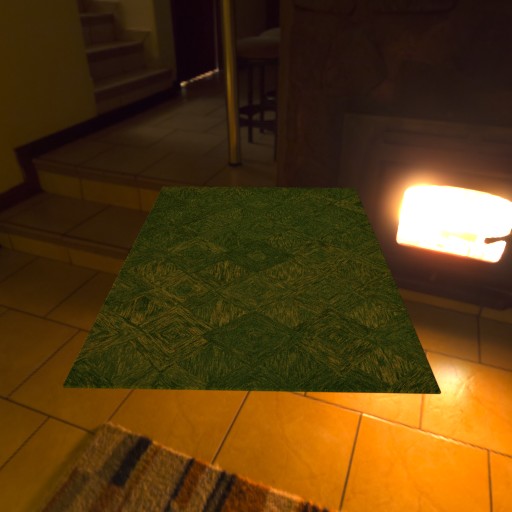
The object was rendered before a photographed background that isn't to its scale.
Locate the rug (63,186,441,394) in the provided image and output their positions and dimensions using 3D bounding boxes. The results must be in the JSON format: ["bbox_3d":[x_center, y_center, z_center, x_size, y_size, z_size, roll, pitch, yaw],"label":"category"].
[{"bbox_3d":[0.000,0.000,4.173,2.405,0.027,3.217,1,32,1],"label":"rug"}]
